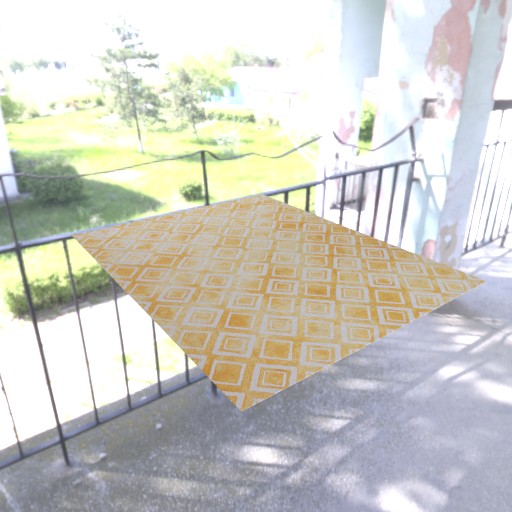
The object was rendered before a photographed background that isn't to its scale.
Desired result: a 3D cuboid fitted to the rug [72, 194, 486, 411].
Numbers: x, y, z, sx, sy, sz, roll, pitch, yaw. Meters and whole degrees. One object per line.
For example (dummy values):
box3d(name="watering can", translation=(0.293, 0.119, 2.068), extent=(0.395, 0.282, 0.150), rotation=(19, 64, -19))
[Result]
box3d(name="rug", translation=(0.000, 0.000, 4.069), extent=(2.433, 0.011, 3.037), rotation=(-17, 30, -33))
